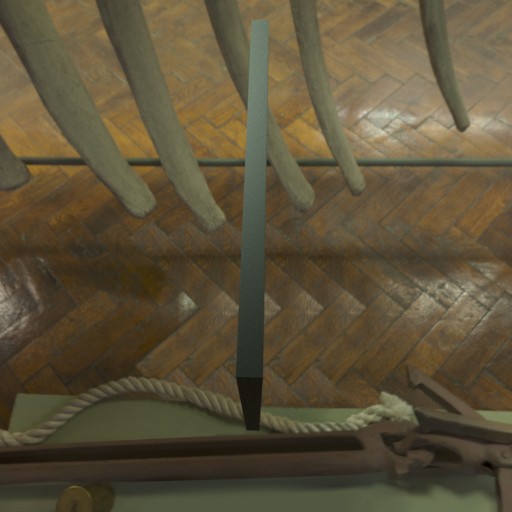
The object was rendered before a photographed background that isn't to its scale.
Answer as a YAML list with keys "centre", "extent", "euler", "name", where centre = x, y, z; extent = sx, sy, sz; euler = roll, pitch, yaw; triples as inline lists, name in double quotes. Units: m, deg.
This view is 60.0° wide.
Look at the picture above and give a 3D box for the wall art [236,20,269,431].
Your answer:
- centre: [0.000, 0.000, 1.129]
  extent: [0.038, 0.762, 0.762]
  euler: [1, 63, 1]
  name: "wall art"
